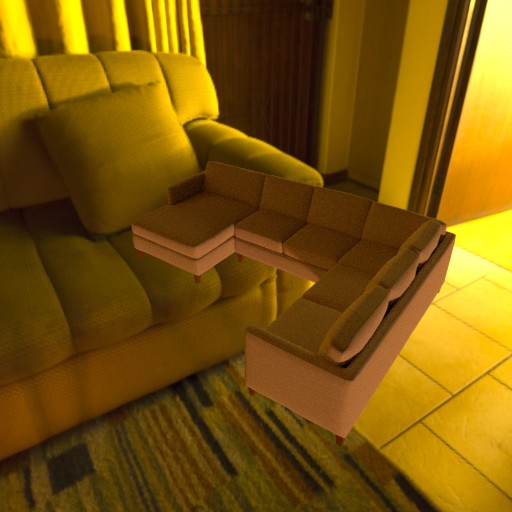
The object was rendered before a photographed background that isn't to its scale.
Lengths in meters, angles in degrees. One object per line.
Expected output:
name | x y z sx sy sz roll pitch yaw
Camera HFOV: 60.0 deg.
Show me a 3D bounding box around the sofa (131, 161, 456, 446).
sofa | 0.000 0.000 4.811 3.460 0.961 2.594 21 37 30
